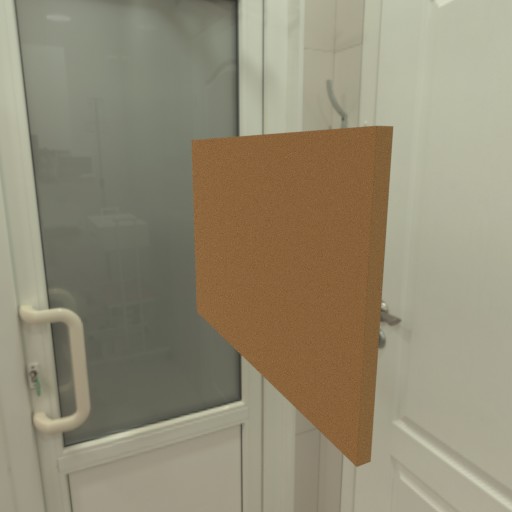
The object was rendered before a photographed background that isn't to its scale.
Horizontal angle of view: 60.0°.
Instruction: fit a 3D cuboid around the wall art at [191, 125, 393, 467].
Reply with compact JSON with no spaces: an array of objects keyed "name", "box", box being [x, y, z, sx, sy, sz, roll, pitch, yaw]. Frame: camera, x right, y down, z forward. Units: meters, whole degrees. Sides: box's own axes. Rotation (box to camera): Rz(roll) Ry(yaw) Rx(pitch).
[{"name":"wall art","box":[0.000,0.000,1.160,0.033,0.608,0.915,-6,15,-25]}]
